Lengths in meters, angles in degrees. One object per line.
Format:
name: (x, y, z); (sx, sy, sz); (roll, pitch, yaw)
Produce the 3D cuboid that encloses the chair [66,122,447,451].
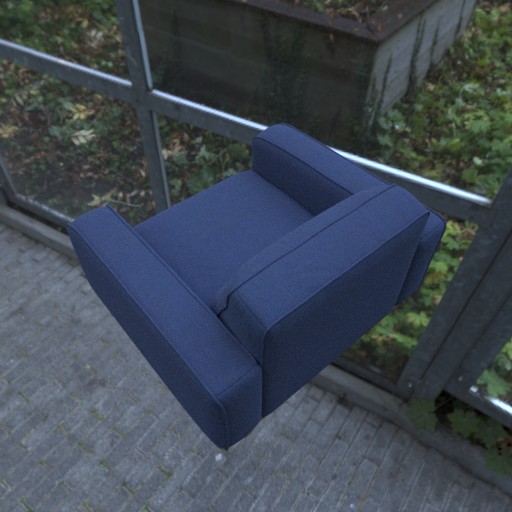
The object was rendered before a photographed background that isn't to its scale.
chair: (0.000, 0.000, 1.777); (1.118, 0.783, 0.953); (-32, 55, -26)
